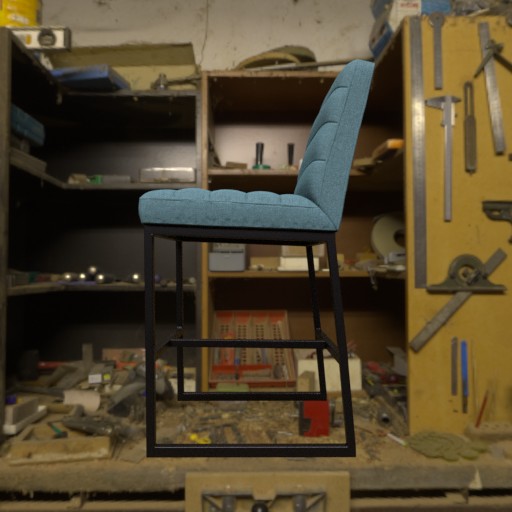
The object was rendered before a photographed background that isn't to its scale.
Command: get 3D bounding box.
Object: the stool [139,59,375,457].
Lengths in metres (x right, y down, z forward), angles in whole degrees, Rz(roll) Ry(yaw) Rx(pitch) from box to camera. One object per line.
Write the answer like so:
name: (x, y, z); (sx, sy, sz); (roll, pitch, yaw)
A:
stool: (0.000, 0.000, 1.251); (0.560, 0.940, 0.460); (0, -1, 0)
